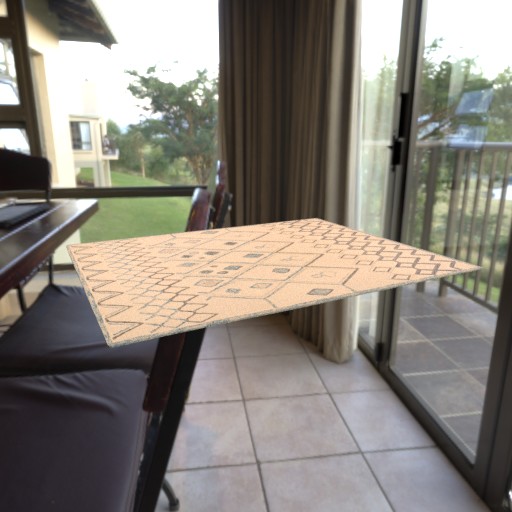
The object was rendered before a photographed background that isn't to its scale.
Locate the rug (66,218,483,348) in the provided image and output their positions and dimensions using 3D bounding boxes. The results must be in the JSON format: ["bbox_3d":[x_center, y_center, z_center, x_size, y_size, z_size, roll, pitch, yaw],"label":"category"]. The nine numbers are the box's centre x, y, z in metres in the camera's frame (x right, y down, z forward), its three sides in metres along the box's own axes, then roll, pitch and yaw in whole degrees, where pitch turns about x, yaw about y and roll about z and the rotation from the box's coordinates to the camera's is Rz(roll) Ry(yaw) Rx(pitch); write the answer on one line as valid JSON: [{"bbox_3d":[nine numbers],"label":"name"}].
[{"bbox_3d":[0.000,0.000,4.099,3.056,0.013,2.441,-8,18,-26],"label":"rug"}]
